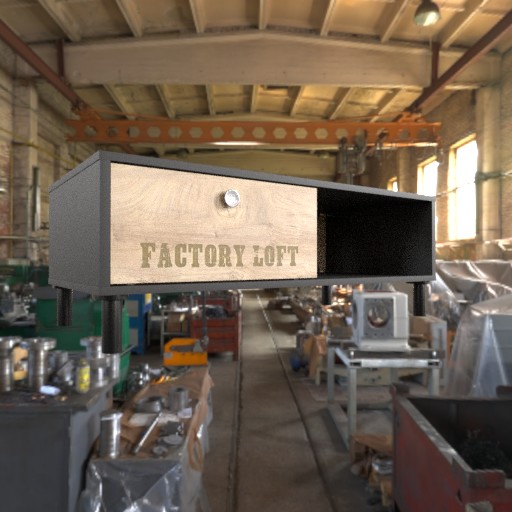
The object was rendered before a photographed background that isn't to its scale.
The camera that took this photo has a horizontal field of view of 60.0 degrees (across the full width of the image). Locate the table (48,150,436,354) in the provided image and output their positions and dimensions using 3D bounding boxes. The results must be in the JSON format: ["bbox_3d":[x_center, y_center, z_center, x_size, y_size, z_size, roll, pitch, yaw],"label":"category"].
[{"bbox_3d":[0.000,0.000,1.383,1.100,0.400,0.550,0,-1,-35],"label":"table"}]
